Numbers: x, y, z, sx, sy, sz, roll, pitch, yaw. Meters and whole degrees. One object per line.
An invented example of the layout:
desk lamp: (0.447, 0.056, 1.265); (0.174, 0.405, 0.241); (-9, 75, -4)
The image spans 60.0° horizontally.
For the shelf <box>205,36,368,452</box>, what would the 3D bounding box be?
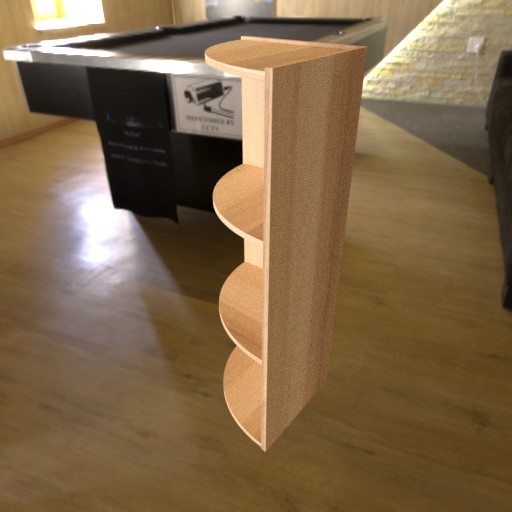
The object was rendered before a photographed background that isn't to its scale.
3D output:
shelf: (0.000, 0.000, 1.021); (0.290, 0.872, 0.290); (23, 39, 32)
